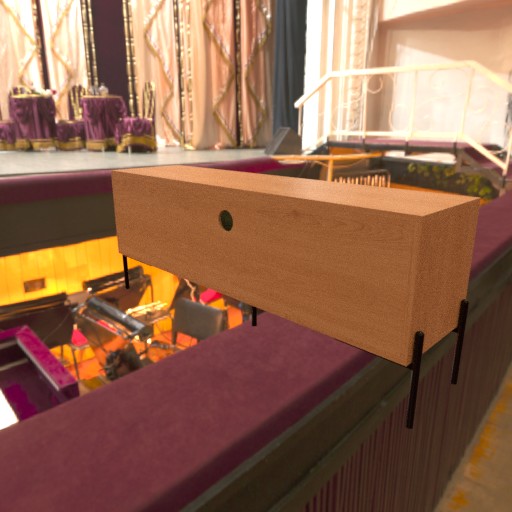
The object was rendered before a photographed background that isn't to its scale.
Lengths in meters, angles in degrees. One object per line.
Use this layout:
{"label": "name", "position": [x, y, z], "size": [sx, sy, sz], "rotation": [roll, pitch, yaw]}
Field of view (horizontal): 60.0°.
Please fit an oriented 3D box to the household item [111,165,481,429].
{"label": "household item", "position": [0.000, 0.000, 1.776], "size": [1.550, 0.600, 0.400], "rotation": [16, 23, 42]}
